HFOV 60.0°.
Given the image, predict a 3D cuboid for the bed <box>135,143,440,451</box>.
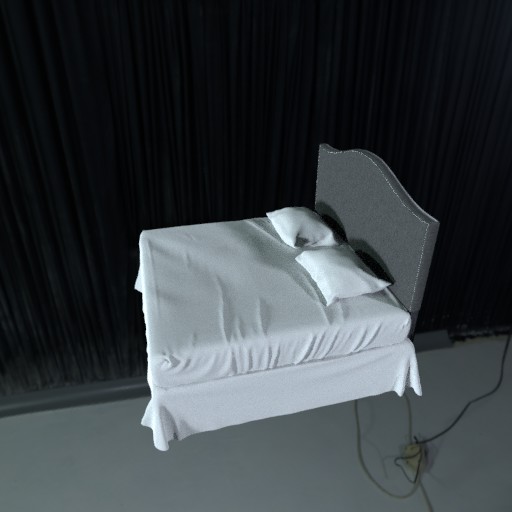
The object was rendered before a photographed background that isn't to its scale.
[{"bbox_3d":[0.000,0.000,3.864,2.219,1.651,2.314,-7,31,-13],"label":"bed"}]
